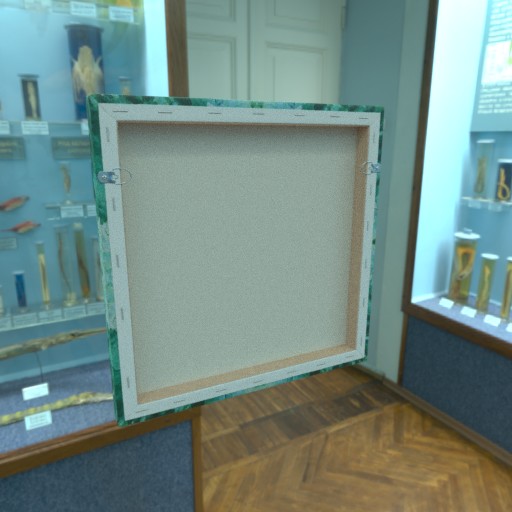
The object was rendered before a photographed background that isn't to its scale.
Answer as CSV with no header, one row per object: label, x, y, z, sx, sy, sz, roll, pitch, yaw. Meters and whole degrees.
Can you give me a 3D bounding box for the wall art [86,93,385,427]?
wall art,0.000,0.000,0.768,0.507,0.508,0.038,-7,16,-25
